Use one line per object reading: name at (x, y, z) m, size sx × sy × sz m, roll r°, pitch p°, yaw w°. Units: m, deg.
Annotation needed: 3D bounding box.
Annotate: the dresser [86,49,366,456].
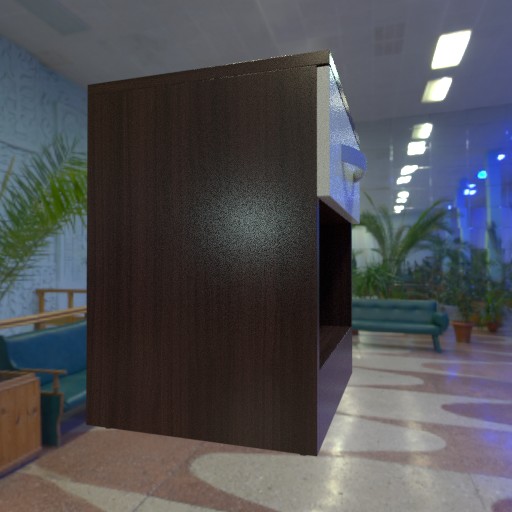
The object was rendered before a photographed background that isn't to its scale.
dresser at (0.000, 0.000, 0.744) m, size 0.360 × 0.470 × 0.400 m, roll 0°, pitch -1°, yaw 18°
